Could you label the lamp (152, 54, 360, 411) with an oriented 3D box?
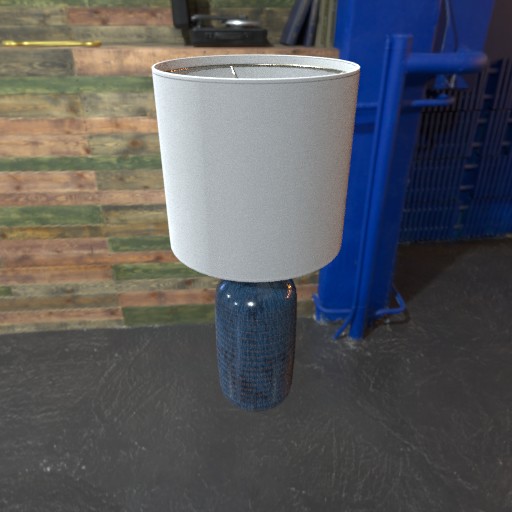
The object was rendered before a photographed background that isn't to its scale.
[{"bbox_3d":[0.000,0.000,0.595,0.220,0.475,0.220,-2,29,-3],"label":"lamp"}]
